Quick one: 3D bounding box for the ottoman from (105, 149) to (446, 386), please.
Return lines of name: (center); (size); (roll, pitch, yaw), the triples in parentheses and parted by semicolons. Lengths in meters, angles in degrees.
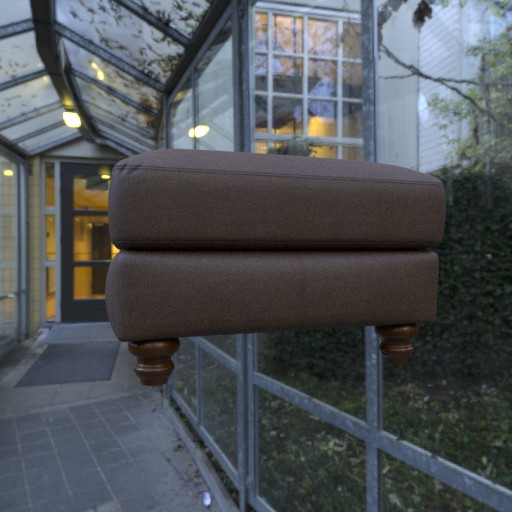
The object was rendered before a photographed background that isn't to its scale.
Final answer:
ottoman: (0.000, 0.000, 1.222); (0.787, 0.508, 0.635); (0, 1, -18)
